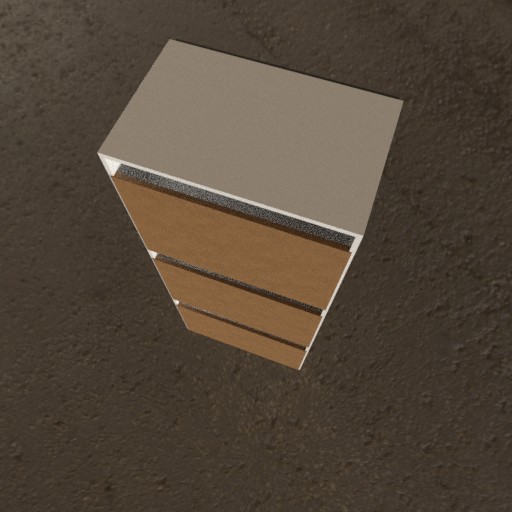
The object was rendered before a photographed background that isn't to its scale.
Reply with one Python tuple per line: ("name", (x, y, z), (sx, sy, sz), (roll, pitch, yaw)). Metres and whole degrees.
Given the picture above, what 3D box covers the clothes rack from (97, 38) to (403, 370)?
("clothes rack", (0.000, 0.000, 1.378), (0.500, 1.187, 0.330), (18, 66, 8))
